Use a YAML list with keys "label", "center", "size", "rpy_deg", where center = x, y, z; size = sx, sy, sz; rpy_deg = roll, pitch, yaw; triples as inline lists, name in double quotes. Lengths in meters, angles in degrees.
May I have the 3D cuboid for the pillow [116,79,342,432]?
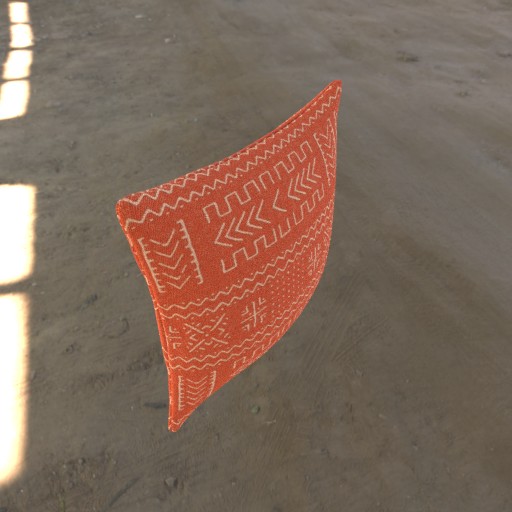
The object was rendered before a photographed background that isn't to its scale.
- label: "pillow"
  center: [0.000, 0.000, 0.683]
  size: [0.164, 0.429, 0.438]
  rpy_deg: [26, 47, 27]
